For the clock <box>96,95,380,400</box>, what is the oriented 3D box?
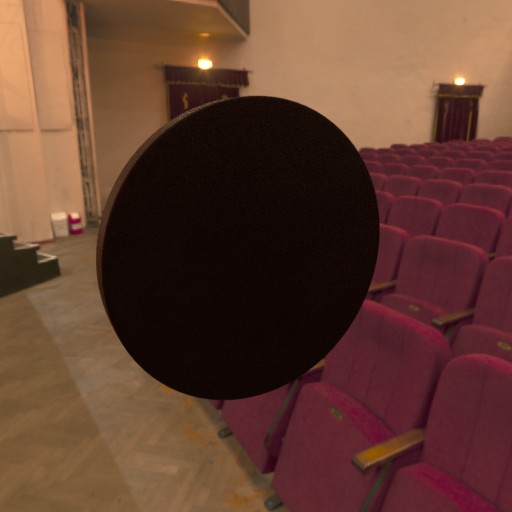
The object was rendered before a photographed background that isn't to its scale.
[{"bbox_3d":[0.000,0.000,0.462,0.314,0.314,0.029,-8,18,-27],"label":"clock"}]
